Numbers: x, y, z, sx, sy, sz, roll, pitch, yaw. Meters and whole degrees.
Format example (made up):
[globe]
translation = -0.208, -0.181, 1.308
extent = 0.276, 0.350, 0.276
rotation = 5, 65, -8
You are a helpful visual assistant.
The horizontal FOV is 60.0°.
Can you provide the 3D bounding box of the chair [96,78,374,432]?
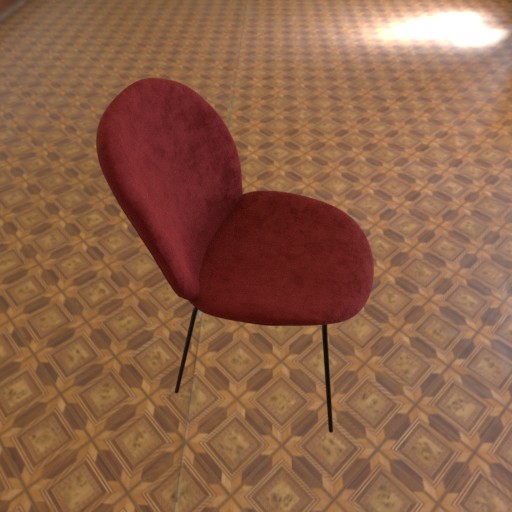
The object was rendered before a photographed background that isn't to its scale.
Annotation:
[chair]
translation = 0.000, 0.000, 1.124
extent = 0.587, 0.791, 0.458
rotation = 11, 47, 10
